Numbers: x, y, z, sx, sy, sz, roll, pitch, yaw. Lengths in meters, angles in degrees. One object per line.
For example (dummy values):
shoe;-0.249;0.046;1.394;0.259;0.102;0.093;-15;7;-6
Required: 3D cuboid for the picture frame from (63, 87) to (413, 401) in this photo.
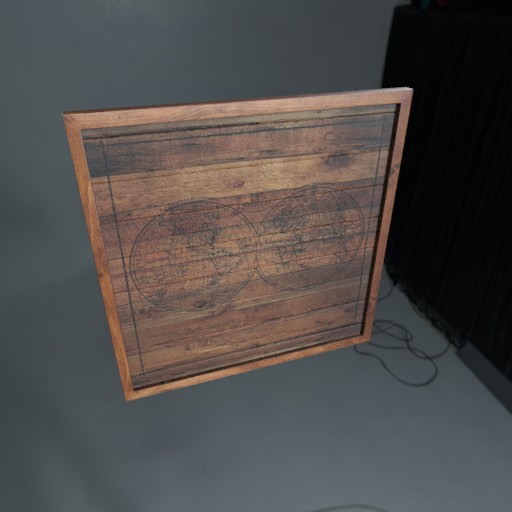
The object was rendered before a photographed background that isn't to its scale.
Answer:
picture frame;0.000;0.000;1.200;0.810;0.817;0.029;-10;32;-16
